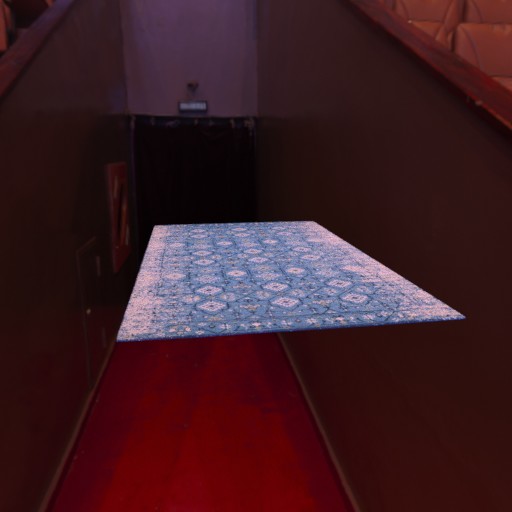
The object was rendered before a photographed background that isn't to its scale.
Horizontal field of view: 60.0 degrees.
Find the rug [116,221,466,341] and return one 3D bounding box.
[{"bbox_3d":[0.000,0.000,2.205,1.102,0.008,1.795,-2,15,-9],"label":"rug"}]
